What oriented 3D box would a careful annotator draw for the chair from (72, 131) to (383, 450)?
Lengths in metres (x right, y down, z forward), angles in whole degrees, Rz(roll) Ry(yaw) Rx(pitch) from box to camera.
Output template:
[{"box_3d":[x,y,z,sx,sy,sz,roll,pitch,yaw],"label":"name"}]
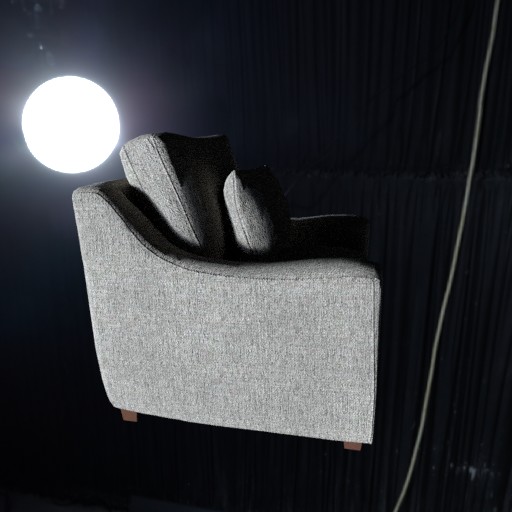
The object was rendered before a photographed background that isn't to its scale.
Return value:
[{"box_3d":[0.000,0.000,1.926,1.009,1.037,1.138,3,14,11],"label":"chair"}]
